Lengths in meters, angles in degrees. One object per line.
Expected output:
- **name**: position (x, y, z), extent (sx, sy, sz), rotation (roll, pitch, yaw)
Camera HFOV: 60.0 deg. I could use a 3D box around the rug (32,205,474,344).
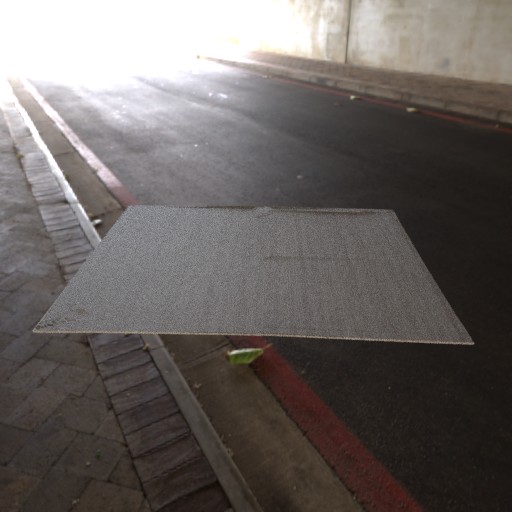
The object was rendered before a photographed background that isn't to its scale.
- **rug**: position (0.000, 0.000, 5.025), extent (3.778, 0.053, 2.873), rotation (1, 29, 2)
